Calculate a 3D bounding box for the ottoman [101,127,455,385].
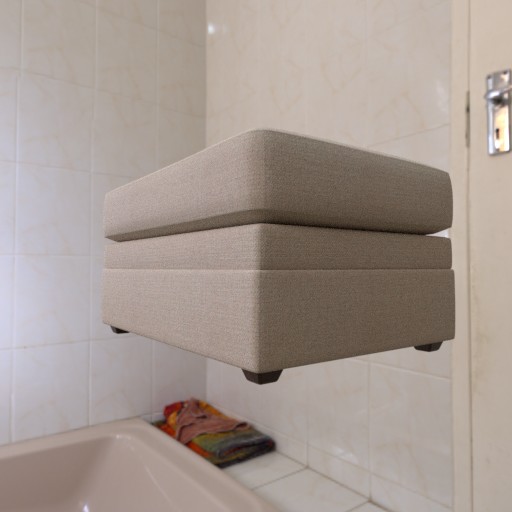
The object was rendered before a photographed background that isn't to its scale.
[{"bbox_3d":[0.000,0.000,1.257,0.637,0.478,0.885,1,-2,-36],"label":"ottoman"}]
